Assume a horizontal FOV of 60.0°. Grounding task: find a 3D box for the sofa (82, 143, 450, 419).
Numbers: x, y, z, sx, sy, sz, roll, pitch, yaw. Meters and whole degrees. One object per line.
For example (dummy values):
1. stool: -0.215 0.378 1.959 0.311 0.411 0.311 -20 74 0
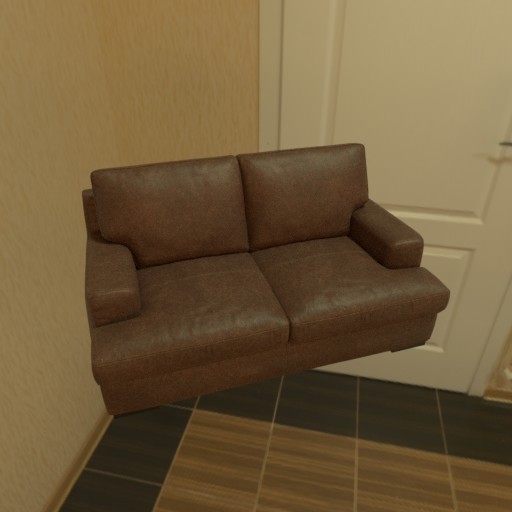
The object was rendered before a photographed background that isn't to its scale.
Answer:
1. sofa: 0.000 0.000 2.525 1.880 0.939 1.143 -9 33 -14
